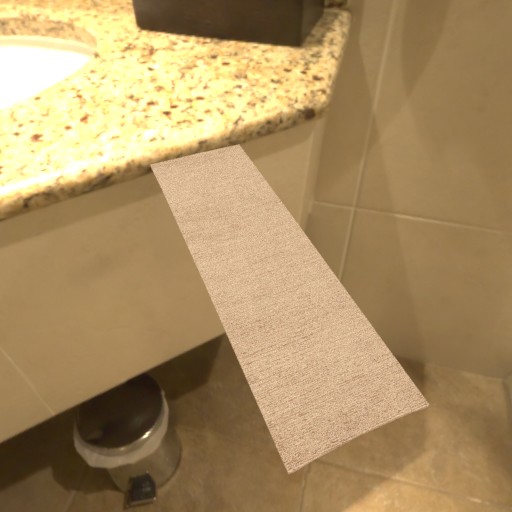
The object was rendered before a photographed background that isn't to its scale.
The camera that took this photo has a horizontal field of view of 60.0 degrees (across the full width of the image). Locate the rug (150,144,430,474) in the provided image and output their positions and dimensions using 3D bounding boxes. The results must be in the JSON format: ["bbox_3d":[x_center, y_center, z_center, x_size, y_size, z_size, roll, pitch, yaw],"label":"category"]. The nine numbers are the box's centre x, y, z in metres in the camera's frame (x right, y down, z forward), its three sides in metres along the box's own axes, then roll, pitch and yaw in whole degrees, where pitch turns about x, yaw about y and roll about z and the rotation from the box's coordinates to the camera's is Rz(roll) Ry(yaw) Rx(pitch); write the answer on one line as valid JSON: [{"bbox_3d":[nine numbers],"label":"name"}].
[{"bbox_3d":[0.000,0.000,2.626,0.712,0.013,2.346,-17,48,-16],"label":"rug"}]
